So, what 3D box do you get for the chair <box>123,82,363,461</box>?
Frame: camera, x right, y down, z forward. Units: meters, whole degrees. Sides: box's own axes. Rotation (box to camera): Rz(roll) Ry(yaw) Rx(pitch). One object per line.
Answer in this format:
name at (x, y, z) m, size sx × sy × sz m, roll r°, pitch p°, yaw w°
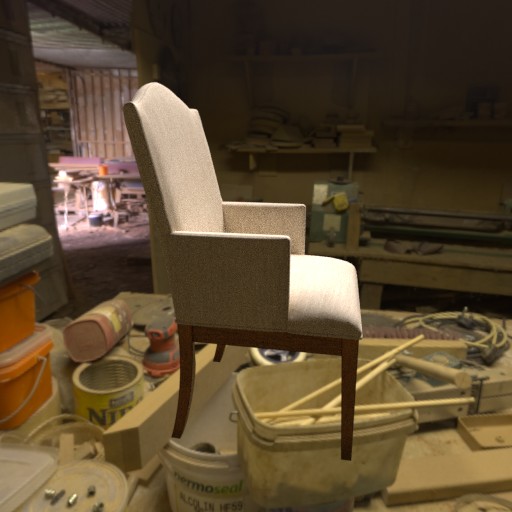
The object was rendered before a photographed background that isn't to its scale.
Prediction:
chair at (0.000, 0.000, 1.375) m, size 0.641 × 1.016 × 0.533 m, roll 3°, pitch 17°, yaw 10°
